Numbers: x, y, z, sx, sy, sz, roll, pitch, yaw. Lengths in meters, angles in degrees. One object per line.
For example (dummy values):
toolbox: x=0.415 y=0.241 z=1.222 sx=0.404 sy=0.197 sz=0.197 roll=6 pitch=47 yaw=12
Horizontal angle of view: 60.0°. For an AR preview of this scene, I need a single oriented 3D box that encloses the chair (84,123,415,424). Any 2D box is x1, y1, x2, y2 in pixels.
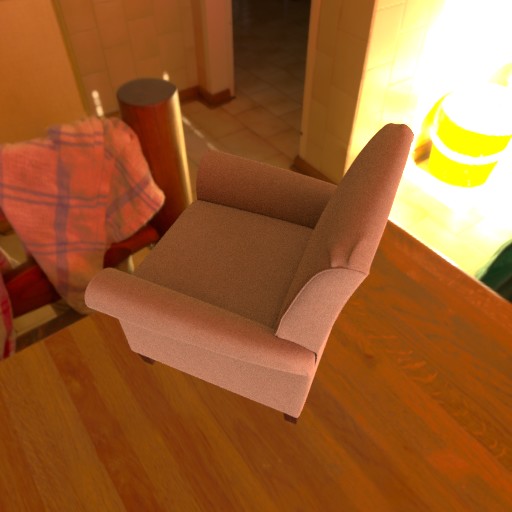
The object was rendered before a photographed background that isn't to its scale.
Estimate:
chair: x=0.000 y=0.000 z=1.761 sx=0.905 sy=1.061 sz=0.978 roll=17 pitch=49 yaw=16
